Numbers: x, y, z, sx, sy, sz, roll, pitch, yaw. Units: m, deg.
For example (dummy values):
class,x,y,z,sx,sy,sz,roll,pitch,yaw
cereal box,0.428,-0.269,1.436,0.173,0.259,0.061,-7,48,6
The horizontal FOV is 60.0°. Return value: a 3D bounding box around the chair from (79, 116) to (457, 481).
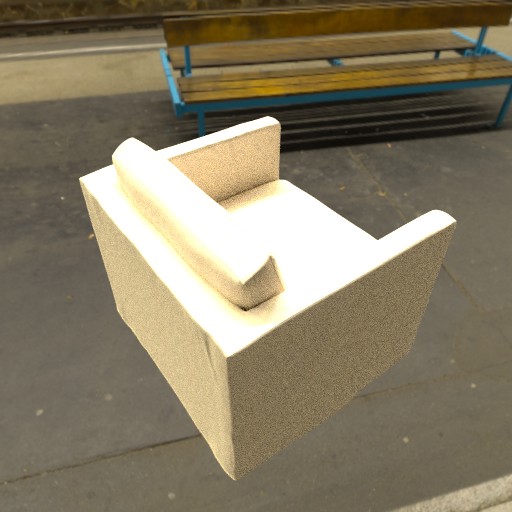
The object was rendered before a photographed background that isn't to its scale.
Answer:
class,x,y,z,sx,sy,sz,roll,pitch,yaw
chair,0.000,0.000,1.745,0.947,0.851,1.057,-26,47,-27
